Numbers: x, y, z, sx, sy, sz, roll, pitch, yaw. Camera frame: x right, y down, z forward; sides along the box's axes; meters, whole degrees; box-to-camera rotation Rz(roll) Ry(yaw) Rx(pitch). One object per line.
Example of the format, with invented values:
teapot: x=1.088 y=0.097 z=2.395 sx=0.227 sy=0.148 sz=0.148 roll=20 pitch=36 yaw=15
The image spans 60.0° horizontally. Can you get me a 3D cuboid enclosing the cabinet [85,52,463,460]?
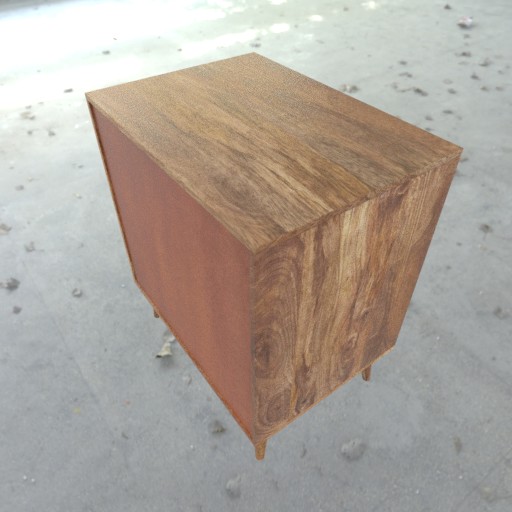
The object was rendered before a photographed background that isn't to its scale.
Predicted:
cabinet: x=0.000 y=0.000 z=1.148 sx=0.473 sy=0.758 sz=0.647 roll=-26 pitch=48 yaw=-26
